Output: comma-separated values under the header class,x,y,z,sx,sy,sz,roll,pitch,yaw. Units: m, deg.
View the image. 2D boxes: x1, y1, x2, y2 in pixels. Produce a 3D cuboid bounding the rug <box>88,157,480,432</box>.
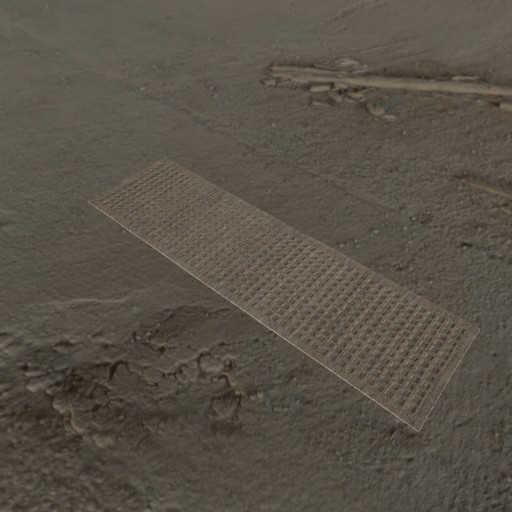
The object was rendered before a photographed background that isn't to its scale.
class,x,y,z,sx,sy,sz,roll,pitch,yaw
rug,0.000,0.000,2.653,2.443,0.009,0.706,31,53,27
